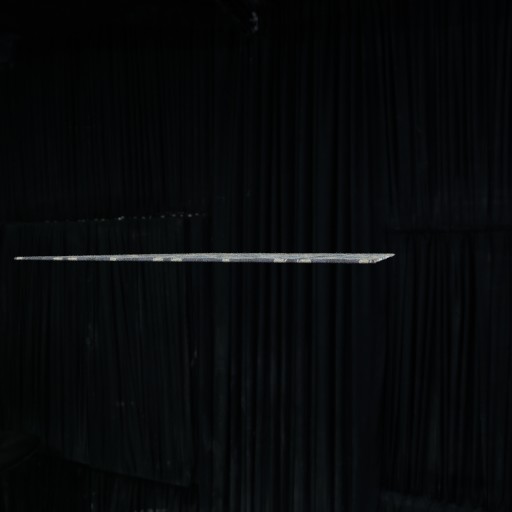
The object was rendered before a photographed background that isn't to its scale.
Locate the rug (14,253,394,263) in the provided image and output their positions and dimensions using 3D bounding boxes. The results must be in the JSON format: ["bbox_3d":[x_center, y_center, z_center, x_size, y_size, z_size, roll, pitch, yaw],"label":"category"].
[{"bbox_3d":[0.000,0.000,2.908,1.676,0.013,2.261,0,1,19],"label":"rug"}]
